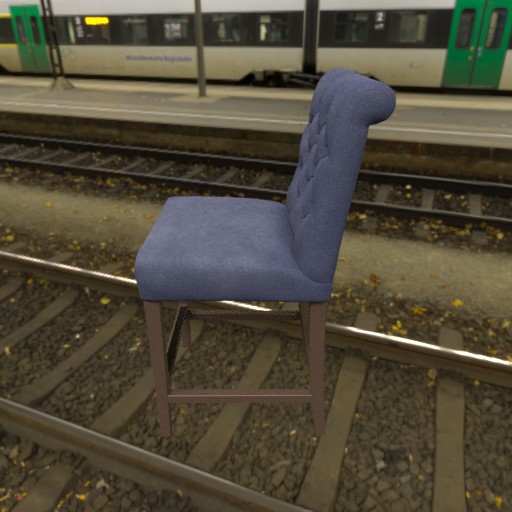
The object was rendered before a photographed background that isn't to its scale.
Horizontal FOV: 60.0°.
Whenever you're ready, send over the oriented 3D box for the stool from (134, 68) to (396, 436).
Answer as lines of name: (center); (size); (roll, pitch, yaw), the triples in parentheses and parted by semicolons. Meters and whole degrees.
stool: (0.000, 0.000, 1.321); (0.601, 1.010, 0.493); (0, 27, 0)
